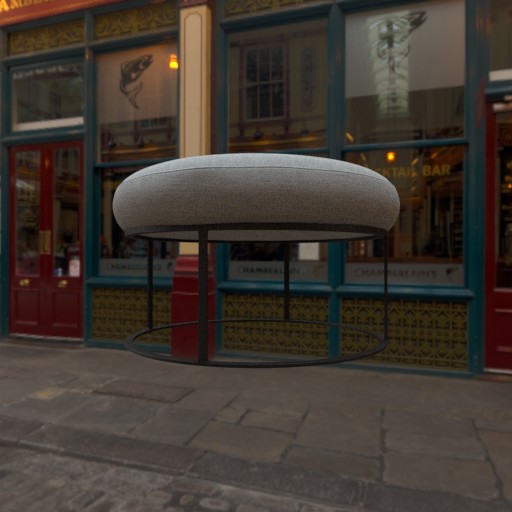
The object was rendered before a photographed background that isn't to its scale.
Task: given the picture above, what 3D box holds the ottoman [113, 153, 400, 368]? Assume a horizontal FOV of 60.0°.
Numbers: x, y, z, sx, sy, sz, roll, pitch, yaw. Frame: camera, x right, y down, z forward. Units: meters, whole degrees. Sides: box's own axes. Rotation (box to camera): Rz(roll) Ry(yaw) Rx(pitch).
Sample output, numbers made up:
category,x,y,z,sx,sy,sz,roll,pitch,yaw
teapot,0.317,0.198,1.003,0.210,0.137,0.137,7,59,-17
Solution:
category,x,y,z,sx,sy,sz,roll,pitch,yaw
ottoman,0.000,0.000,1.244,0.769,0.459,0.769,0,-1,0
